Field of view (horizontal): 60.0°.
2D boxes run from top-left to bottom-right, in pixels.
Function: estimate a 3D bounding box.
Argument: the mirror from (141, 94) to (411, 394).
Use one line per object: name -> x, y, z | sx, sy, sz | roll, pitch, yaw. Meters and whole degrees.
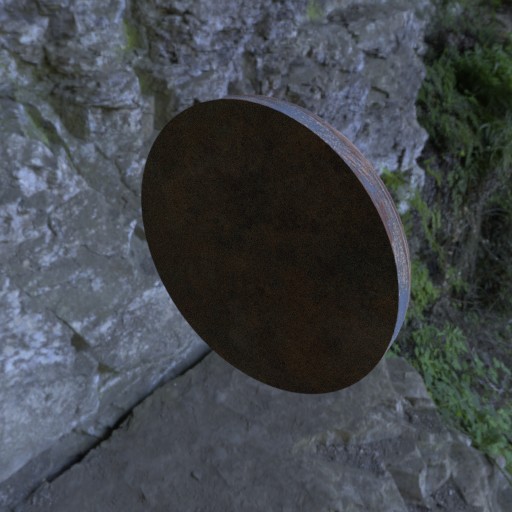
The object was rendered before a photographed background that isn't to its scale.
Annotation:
mirror -> 0.000, 0.000, 0.852 | 0.585, 0.585, 0.061 | 21, 36, 31
